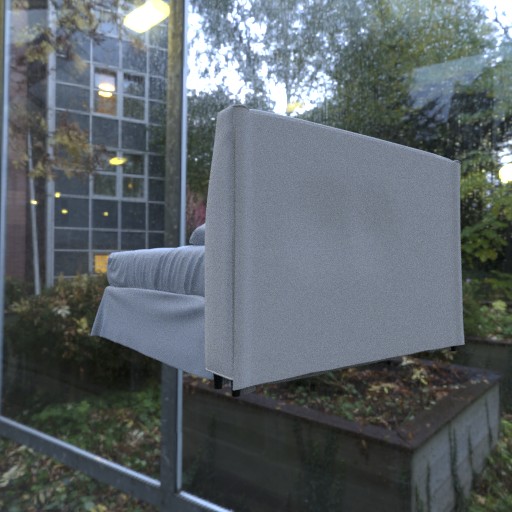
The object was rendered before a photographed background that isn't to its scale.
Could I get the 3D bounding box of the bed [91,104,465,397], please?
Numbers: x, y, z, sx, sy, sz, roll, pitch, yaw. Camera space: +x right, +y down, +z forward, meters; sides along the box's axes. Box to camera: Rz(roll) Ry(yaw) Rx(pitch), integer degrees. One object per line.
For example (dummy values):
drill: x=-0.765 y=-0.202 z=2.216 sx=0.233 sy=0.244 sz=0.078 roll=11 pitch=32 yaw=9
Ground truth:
bed: x=0.000 y=0.000 z=3.415 sx=1.925 sy=1.332 sz=2.276 roll=1 pitch=-2 yaw=-36
